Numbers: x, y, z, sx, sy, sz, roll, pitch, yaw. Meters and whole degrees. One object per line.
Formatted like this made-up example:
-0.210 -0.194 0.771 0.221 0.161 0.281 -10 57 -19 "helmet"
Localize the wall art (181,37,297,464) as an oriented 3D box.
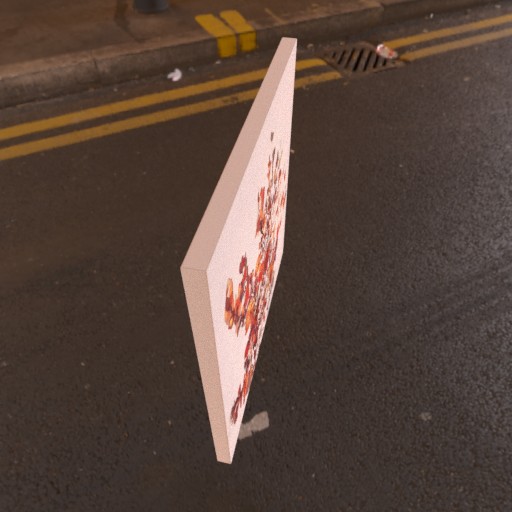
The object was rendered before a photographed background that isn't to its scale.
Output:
0.000 0.000 1.469 0.049 1.009 1.009 9 48 8 "wall art"
